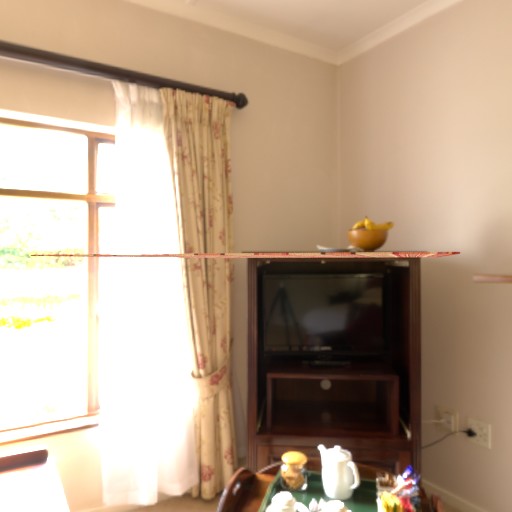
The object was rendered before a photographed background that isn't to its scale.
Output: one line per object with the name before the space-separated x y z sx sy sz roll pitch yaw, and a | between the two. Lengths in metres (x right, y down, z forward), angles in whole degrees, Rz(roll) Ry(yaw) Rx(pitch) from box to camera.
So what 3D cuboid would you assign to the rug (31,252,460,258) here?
rug | 0.000 0.000 3.070 2.431 0.010 1.535 0 -1 19
